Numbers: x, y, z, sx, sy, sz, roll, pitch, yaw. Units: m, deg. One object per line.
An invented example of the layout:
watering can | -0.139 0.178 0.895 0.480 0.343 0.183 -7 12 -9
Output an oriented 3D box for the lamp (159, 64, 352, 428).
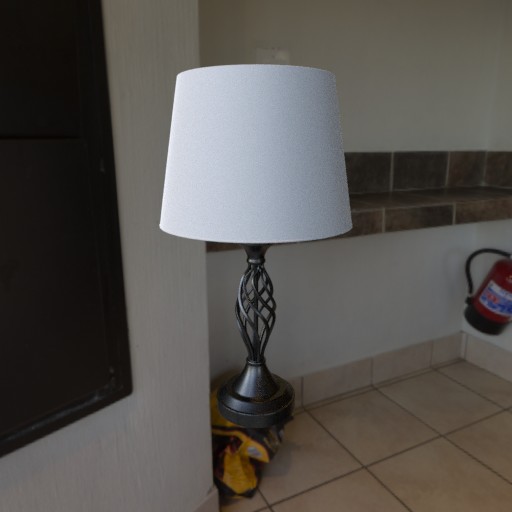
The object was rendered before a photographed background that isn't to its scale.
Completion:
lamp | 0.000 0.000 0.790 0.331 0.594 0.331 0 14 0
